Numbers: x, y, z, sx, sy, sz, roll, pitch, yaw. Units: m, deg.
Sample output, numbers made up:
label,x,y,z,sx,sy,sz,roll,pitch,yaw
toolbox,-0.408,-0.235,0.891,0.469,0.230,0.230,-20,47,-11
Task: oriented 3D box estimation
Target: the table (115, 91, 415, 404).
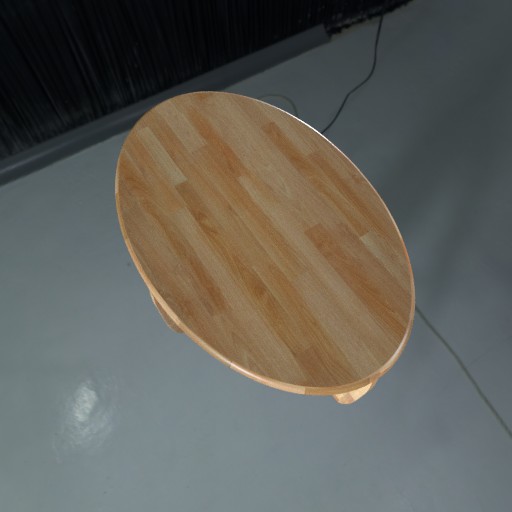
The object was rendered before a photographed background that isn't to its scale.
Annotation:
label,x,y,z,sx,sy,sz,roll,pitch,yaw
table,0.000,0.000,1.412,0.690,0.490,1.040,-31,68,-14
